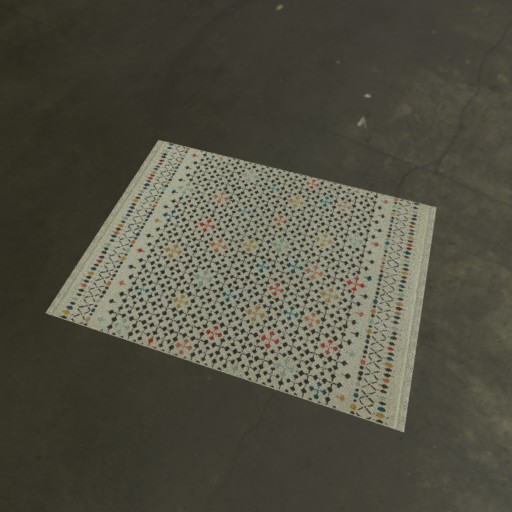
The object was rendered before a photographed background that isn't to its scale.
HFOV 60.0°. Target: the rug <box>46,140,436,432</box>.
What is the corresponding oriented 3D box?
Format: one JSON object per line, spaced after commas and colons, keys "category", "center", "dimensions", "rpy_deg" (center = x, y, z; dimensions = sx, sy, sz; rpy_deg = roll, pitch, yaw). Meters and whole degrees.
{"category": "rug", "center": [0.000, 0.000, 4.310], "dimensions": [3.196, 0.007, 2.354], "rpy_deg": [16, 58, 10]}
